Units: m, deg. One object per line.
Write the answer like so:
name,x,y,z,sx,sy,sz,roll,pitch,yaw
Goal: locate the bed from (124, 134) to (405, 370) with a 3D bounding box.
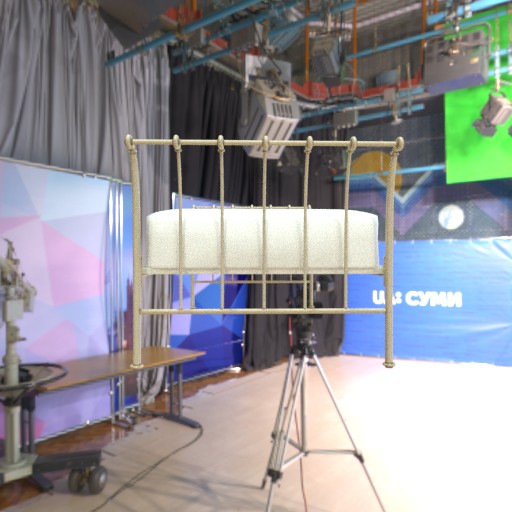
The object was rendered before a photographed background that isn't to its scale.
bed,0.000,0.000,2.693,1.032,0.873,2.228,0,0,-2
